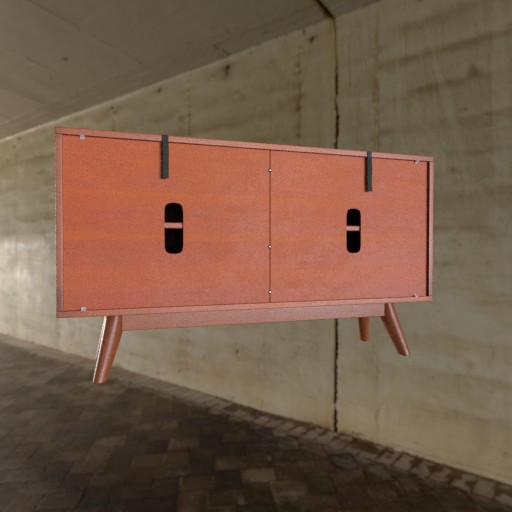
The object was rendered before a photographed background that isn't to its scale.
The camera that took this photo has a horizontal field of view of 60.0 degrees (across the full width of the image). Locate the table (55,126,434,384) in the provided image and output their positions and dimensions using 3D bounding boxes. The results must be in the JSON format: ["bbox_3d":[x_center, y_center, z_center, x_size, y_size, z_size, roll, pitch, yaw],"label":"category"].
[{"bbox_3d":[0.000,0.000,1.510,1.220,0.698,0.308,0,1,-18],"label":"table"}]
